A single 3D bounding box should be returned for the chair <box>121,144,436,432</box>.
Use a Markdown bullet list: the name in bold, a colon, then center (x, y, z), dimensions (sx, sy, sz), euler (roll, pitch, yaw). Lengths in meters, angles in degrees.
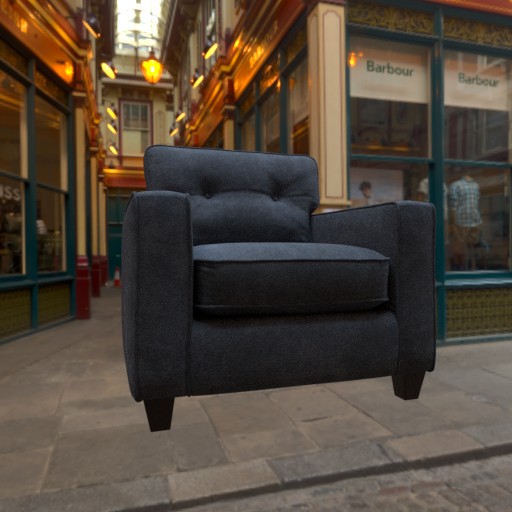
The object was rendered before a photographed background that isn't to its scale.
- **chair**: center (0.000, 0.000, 1.759), dimensions (1.015, 0.965, 0.939), euler (0, 1, -18)
